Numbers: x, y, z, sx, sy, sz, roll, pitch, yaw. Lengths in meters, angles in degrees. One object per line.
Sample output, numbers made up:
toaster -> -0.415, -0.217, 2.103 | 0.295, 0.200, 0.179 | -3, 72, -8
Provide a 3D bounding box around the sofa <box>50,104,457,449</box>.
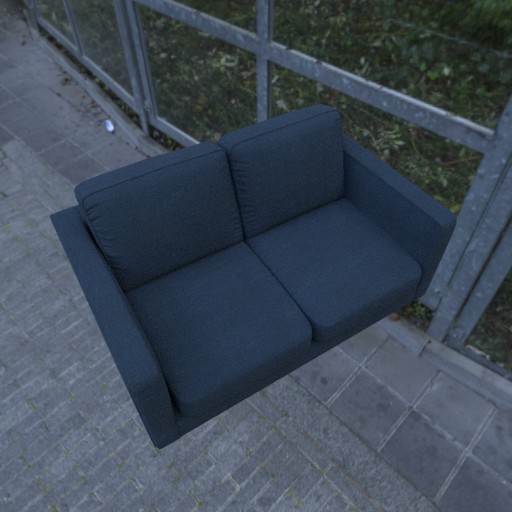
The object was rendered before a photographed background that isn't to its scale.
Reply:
sofa -> 0.000, 0.000, 2.097 | 1.518, 0.930, 0.999 | -24, 52, -21
